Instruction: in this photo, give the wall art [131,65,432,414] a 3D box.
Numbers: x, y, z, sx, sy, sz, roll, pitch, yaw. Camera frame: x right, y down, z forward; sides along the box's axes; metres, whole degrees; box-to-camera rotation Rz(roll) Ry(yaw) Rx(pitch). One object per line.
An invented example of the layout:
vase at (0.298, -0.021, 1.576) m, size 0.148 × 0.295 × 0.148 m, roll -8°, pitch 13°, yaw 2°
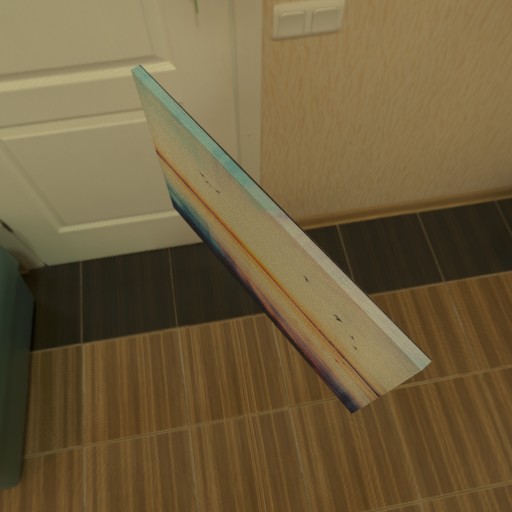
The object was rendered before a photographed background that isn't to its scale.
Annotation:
wall art at (0.000, 0.000, 0.777) m, size 0.018 × 0.402 × 0.604 m, roll -36°, pitch 69°, yaw -16°
